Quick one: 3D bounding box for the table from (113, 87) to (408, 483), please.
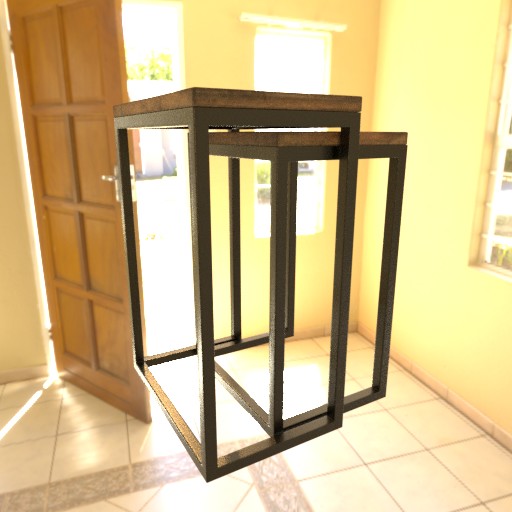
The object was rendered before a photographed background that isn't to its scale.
[{"bbox_3d":[0.000,0.000,0.940,0.460,0.615,0.456,-8,17,-27],"label":"table"}]
